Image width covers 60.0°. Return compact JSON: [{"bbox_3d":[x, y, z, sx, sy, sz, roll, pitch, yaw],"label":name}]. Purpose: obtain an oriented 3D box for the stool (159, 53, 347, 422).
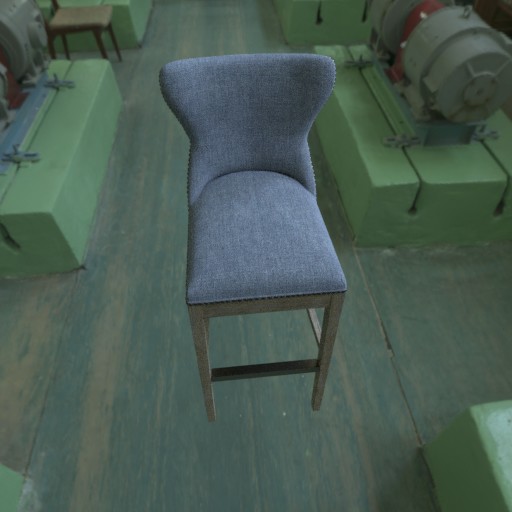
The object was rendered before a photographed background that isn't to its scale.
[{"bbox_3d":[0.000,0.000,1.473,0.494,1.123,0.606,-4,46,-4],"label":"stool"}]
